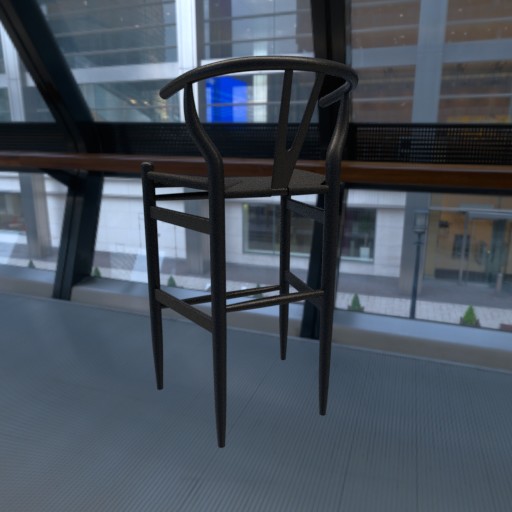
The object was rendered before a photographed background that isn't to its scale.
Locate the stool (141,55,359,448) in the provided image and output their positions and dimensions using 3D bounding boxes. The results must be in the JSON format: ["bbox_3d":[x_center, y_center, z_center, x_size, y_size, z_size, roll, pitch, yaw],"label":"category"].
[{"bbox_3d":[0.000,0.000,1.397,0.569,1.072,0.579,-7,15,-26],"label":"stool"}]
